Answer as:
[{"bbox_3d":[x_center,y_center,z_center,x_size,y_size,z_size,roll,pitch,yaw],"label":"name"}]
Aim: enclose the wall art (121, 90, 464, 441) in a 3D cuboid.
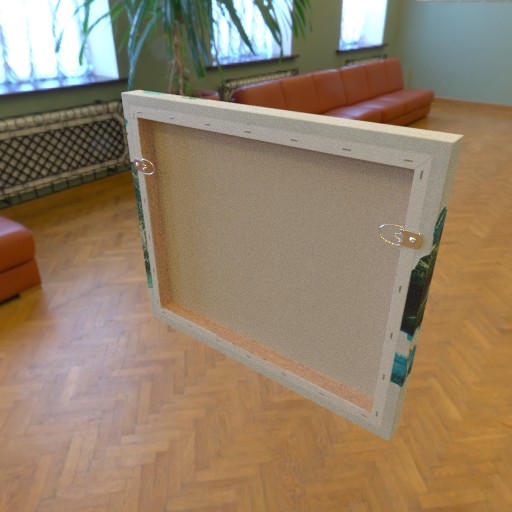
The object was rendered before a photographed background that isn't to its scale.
[{"bbox_3d":[0.000,0.000,0.682,0.507,0.435,0.041,20,35,32],"label":"wall art"}]
